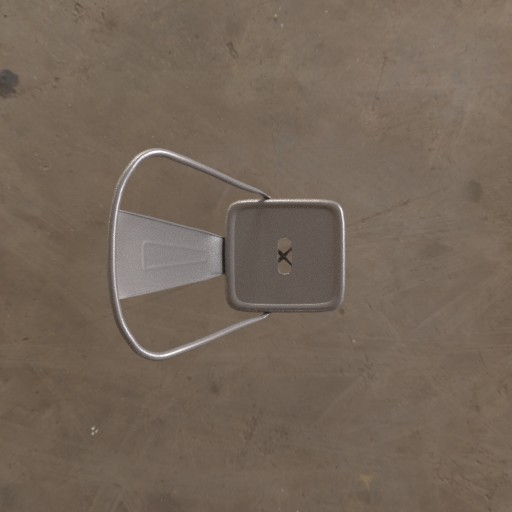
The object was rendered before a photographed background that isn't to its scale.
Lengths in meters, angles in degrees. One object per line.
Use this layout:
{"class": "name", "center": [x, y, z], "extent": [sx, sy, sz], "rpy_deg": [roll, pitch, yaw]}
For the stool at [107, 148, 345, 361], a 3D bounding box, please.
{"class": "stool", "center": [0.000, 0.000, 1.307], "extent": [0.513, 1.096, 0.399], "rpy_deg": [0, 90, 0]}
